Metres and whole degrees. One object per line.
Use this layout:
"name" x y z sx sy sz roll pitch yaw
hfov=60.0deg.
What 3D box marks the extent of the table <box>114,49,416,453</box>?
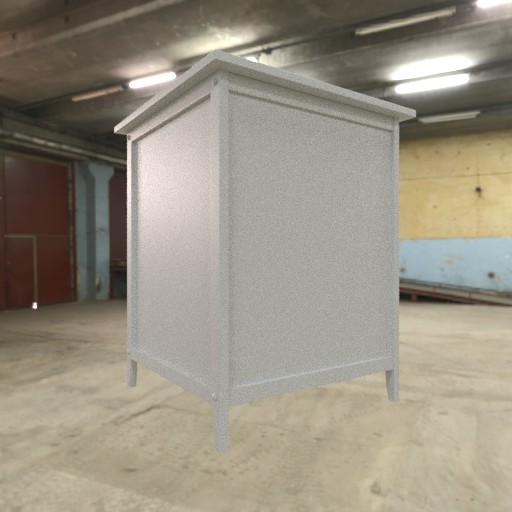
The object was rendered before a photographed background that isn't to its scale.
"table" 0.000 0.000 0.781 0.381 0.483 0.381 0 0 -35
